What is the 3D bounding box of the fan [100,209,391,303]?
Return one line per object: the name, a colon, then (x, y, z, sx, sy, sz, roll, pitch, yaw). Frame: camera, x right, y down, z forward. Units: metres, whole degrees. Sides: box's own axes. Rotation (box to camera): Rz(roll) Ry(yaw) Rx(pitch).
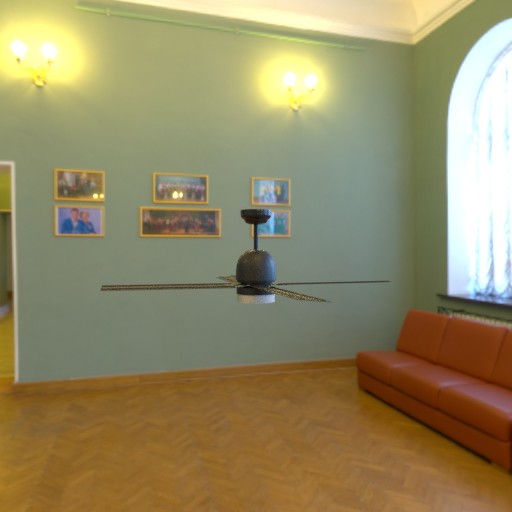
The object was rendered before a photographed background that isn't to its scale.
fan: (0.000, 0.000, 1.994, 1.319, 0.410, 1.319, 0, 1, -17)
